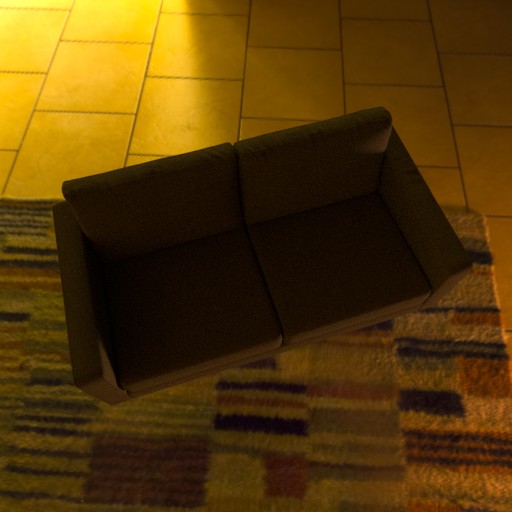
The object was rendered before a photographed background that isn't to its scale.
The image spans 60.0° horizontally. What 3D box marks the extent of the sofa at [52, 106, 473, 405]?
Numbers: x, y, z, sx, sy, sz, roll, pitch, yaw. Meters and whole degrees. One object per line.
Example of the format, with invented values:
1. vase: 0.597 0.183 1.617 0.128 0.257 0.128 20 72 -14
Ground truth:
1. sofa: 0.000 0.000 2.177 1.730 0.897 0.889 -15 64 -8
